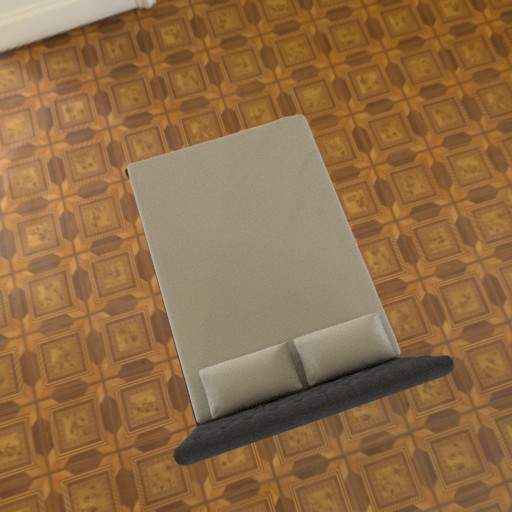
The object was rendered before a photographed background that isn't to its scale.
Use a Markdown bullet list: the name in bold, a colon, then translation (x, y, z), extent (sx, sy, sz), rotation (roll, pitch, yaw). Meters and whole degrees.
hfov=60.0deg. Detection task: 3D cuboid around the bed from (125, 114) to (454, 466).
- **bed**: translation (0.000, 0.000, 3.448), extent (1.698, 1.427, 2.387), rotation (-17, 76, -4)
